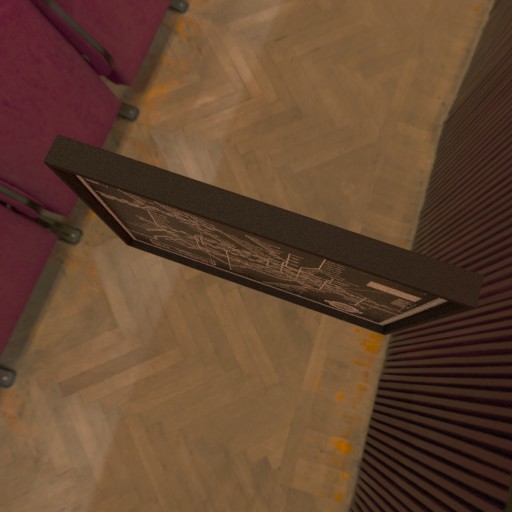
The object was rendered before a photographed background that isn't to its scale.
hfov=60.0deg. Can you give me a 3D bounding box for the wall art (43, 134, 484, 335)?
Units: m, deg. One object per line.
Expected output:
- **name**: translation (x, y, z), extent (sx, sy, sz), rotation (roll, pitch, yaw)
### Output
- **wall art**: translation (0.000, 0.000, 0.873), extent (0.671, 0.456, 0.051), rotation (19, 76, 5)
